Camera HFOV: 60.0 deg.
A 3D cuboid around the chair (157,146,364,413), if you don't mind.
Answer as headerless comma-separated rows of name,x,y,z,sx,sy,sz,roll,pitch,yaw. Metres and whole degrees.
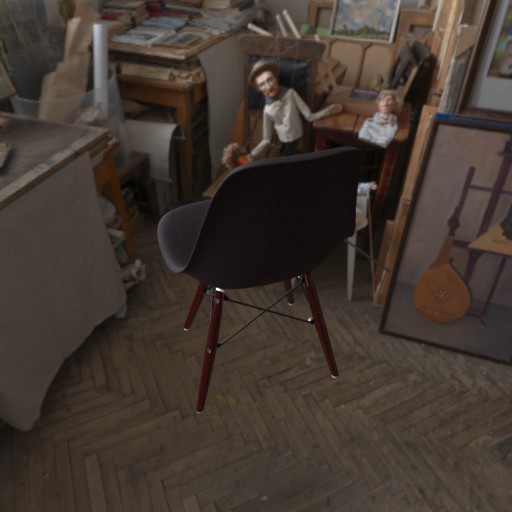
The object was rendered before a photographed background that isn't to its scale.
chair,0.000,0.000,1.154,0.470,0.826,0.533,-12,42,-14
